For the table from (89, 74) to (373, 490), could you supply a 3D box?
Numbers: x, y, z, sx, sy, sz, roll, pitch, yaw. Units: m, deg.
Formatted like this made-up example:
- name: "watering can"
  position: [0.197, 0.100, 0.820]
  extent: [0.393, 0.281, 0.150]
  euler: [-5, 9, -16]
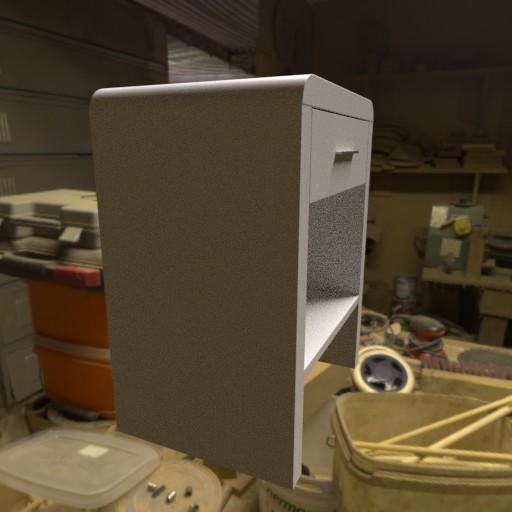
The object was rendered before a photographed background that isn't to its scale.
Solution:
- name: "table"
  position: [0.000, 0.000, 0.860]
  extent: [0.350, 0.590, 0.450]
  euler: [6, 15, 24]
